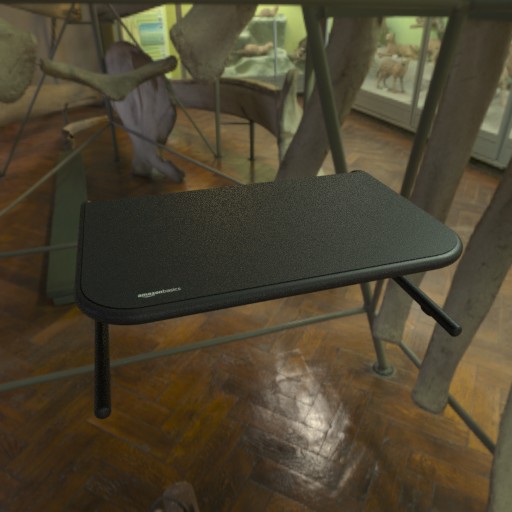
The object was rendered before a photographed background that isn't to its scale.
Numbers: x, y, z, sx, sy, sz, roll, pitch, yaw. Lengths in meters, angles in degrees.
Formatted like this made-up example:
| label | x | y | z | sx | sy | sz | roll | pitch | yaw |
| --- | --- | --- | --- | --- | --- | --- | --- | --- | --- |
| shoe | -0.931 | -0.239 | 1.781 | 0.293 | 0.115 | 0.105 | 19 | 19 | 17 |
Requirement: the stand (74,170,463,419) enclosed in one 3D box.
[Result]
| label | x | y | z | sx | sy | sz | roll | pitch | yaw |
| --- | --- | --- | --- | --- | --- | --- | --- | --- | --- |
| stand | 0.000 | 0.000 | 0.509 | 0.370 | 0.108 | 0.280 | -9 | 32 | -15 |
